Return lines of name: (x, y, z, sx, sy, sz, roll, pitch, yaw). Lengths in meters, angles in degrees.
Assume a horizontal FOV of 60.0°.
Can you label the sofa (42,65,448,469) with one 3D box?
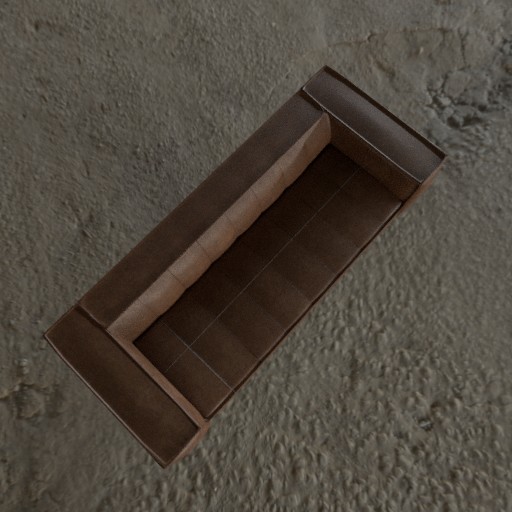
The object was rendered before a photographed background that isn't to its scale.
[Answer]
sofa: (0.000, 0.000, 3.027, 1.102, 0.701, 2.581, 42, 79, 10)
